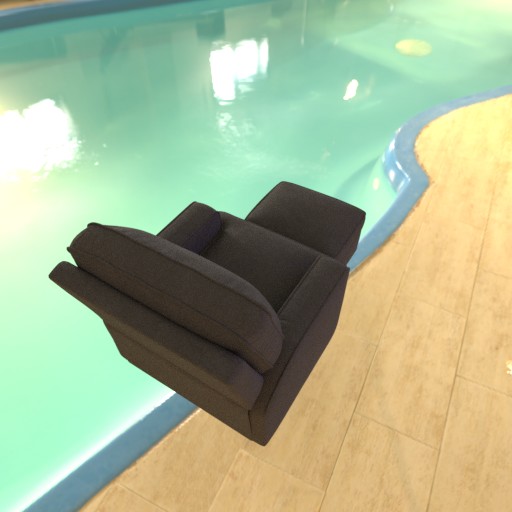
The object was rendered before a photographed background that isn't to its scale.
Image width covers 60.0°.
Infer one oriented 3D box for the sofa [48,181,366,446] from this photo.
[{"bbox_3d":[0.000,0.000,2.038,0.861,0.959,1.472,25,51,22],"label":"sofa"}]
